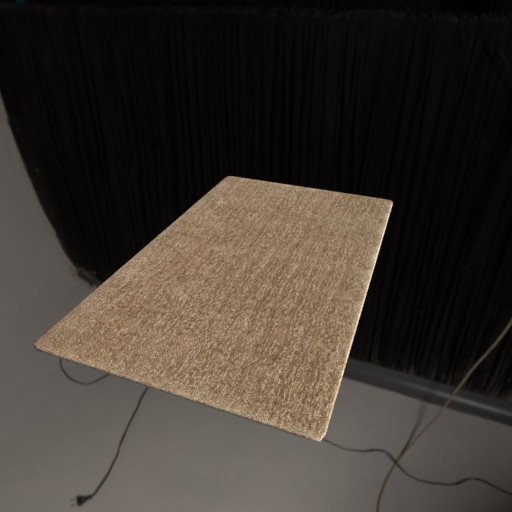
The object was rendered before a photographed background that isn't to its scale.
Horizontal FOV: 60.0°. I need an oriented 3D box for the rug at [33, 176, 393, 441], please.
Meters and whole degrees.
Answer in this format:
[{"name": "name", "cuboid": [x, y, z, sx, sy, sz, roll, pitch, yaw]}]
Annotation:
[{"name": "rug", "cuboid": [0.000, 0.000, 3.015, 1.539, 0.024, 2.469, 12, 34, 18]}]
